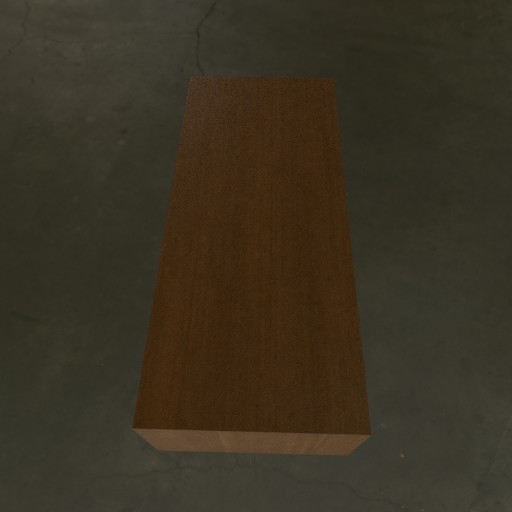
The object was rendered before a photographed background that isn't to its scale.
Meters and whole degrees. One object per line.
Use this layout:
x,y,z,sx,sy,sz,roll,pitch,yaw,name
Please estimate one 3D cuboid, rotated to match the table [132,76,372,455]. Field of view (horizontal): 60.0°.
0.000,0.000,1.380,0.490,0.464,1.119,1,58,1,table
